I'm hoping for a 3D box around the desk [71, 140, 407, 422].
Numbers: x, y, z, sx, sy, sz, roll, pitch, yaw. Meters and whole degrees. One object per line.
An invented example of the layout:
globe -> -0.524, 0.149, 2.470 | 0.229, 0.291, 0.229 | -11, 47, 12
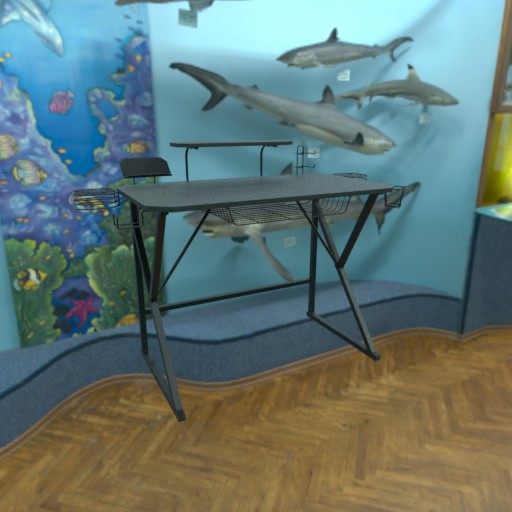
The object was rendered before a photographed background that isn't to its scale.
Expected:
desk -> 0.000, 0.000, 1.787 | 1.290, 0.880, 0.580 | -9, 19, -26
